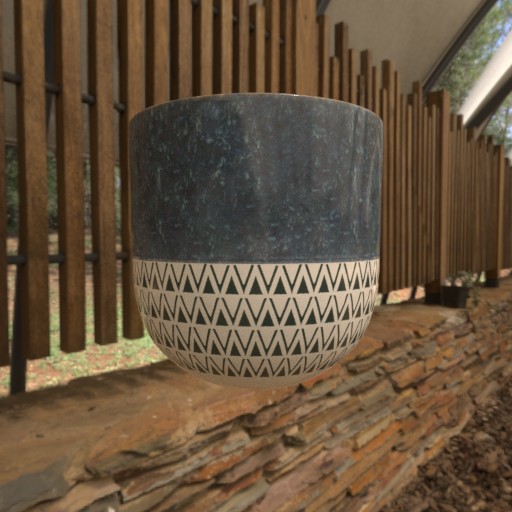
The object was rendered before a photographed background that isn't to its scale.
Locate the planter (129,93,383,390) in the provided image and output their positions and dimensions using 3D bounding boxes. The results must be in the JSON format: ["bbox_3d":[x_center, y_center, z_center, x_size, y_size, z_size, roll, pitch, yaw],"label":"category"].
[{"bbox_3d":[0.000,0.000,0.487,0.266,0.270,0.266,0,2,0],"label":"planter"}]
